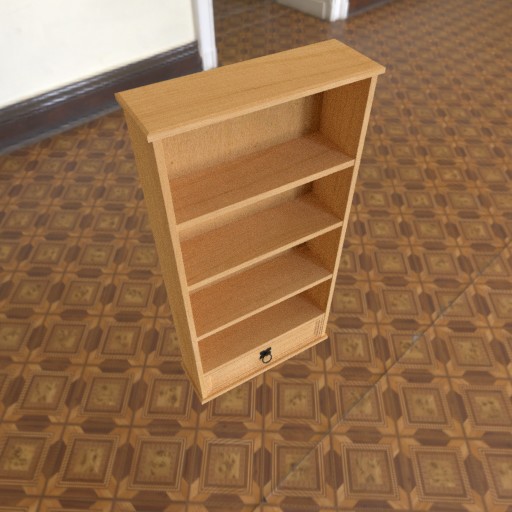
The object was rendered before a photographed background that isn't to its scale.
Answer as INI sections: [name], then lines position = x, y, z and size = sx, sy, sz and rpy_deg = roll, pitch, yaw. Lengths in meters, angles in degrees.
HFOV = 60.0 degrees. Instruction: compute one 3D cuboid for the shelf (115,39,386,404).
[shelf]
position = 0.000, 0.000, 1.253
size = 0.520, 1.030, 0.175
rpy_deg = -23, 51, -20
